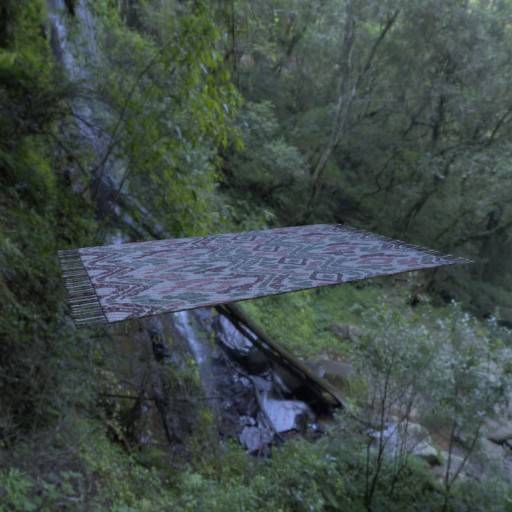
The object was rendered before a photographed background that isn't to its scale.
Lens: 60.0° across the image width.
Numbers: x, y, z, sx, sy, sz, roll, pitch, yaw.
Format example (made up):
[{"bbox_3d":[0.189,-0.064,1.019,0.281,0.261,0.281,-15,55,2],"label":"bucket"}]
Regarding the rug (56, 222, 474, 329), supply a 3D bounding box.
[{"bbox_3d":[0.000,0.000,3.017,2.438,0.011,1.524,-7,17,-25],"label":"rug"}]
